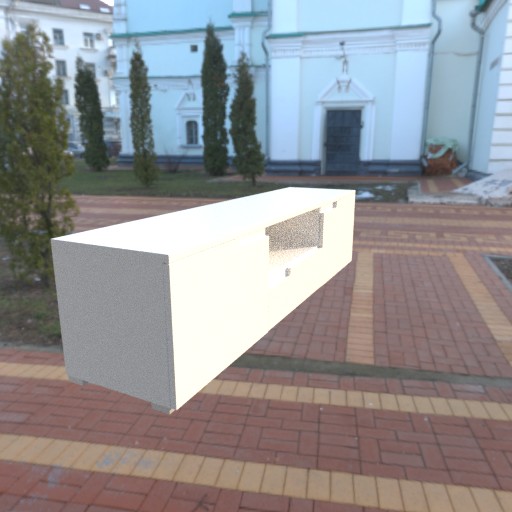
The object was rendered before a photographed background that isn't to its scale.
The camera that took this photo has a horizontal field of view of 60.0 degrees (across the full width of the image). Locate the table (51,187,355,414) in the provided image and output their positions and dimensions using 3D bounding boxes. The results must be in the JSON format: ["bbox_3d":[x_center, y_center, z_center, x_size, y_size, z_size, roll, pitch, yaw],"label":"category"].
[{"bbox_3d":[0.000,0.000,1.858,0.390,0.420,1.650,7,16,26],"label":"table"}]
